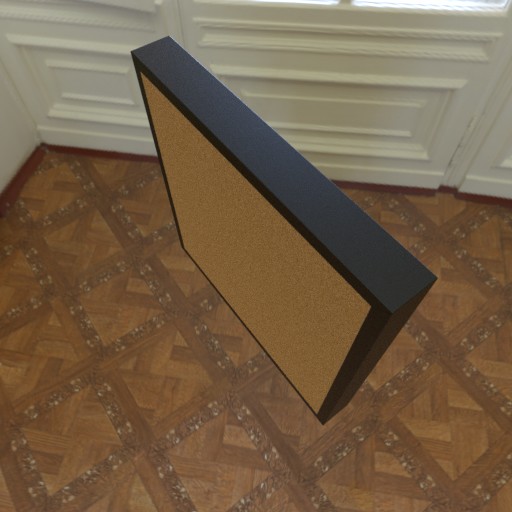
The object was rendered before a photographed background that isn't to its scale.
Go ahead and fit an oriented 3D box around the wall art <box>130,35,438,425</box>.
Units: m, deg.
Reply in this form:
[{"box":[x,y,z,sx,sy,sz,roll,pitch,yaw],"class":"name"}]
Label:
[{"box":[0.000,0.000,0.446,0.038,0.304,0.304,-33,63,-19],"class":"wall art"}]
